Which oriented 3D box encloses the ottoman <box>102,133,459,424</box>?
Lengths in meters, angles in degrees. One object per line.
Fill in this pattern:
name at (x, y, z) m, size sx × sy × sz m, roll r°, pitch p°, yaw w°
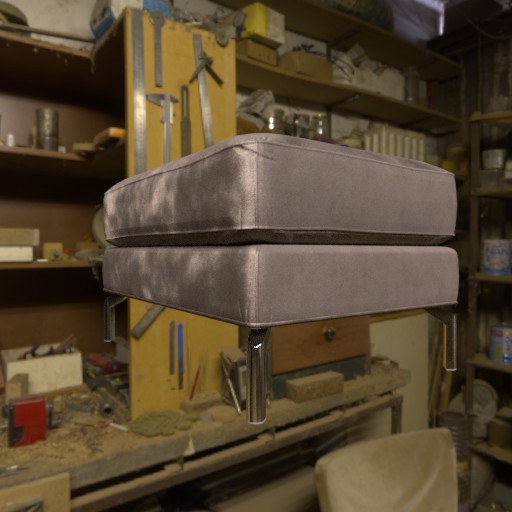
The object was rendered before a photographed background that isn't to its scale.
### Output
ottoman at (0.000, 0.000, 1.039) m, size 0.520 × 0.456 × 0.719 m, roll 0°, pitch 1°, yaw -35°
